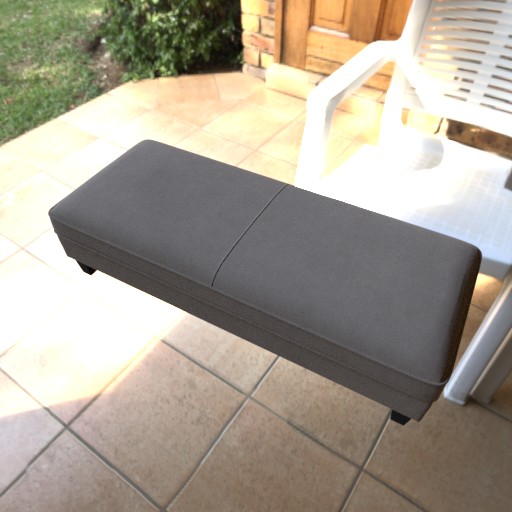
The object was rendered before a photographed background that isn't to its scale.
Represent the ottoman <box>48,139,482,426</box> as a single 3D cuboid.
[{"bbox_3d":[0.000,0.000,1.966,1.726,0.460,0.735,22,50,19],"label":"ottoman"}]
